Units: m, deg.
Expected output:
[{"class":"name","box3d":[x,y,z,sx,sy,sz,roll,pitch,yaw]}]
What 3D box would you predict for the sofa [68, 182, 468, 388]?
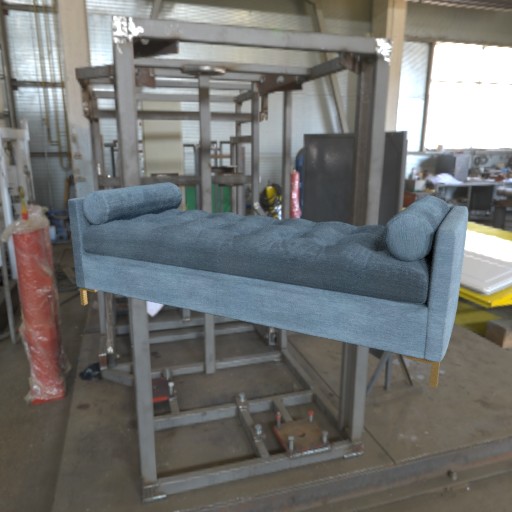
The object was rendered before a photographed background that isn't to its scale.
[{"class":"sofa","box3d":[0.000,0.000,2.501,2.102,0.705,0.796,7,16,27]}]
